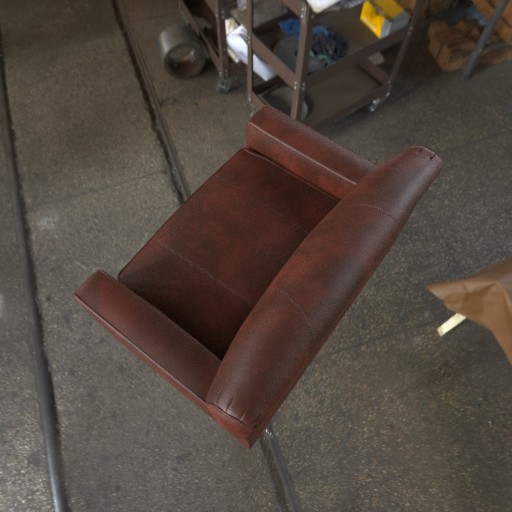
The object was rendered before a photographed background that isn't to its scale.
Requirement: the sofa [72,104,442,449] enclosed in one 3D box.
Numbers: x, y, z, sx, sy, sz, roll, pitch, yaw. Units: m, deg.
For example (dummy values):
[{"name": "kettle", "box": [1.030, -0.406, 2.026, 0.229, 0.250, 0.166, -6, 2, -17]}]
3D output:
[{"name": "sofa", "box": [0.000, 0.000, 2.121, 1.000, 0.956, 1.413, 34, 68, 16]}]
